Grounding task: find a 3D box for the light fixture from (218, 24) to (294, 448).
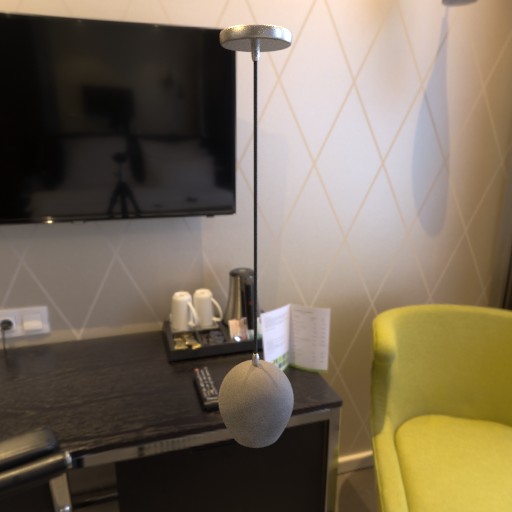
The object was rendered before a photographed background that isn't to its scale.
[{"bbox_3d":[0.000,0.000,0.829,0.153,0.760,0.153,13,20,41],"label":"light fixture"}]
